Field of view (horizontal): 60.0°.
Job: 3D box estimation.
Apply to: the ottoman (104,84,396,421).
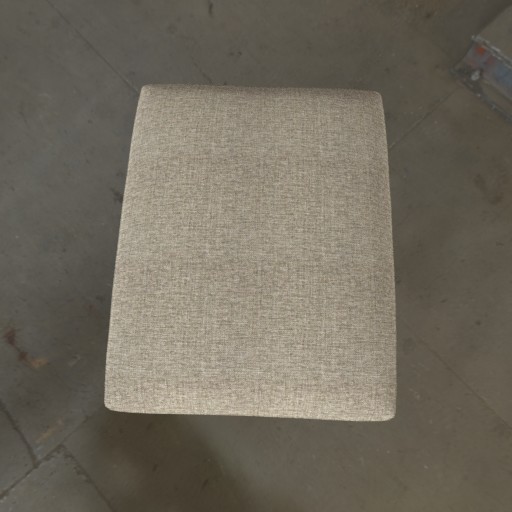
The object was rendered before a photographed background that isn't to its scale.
[{"bbox_3d":[0.000,0.000,1.118,0.584,0.513,0.741,2,75,1],"label":"ottoman"}]
